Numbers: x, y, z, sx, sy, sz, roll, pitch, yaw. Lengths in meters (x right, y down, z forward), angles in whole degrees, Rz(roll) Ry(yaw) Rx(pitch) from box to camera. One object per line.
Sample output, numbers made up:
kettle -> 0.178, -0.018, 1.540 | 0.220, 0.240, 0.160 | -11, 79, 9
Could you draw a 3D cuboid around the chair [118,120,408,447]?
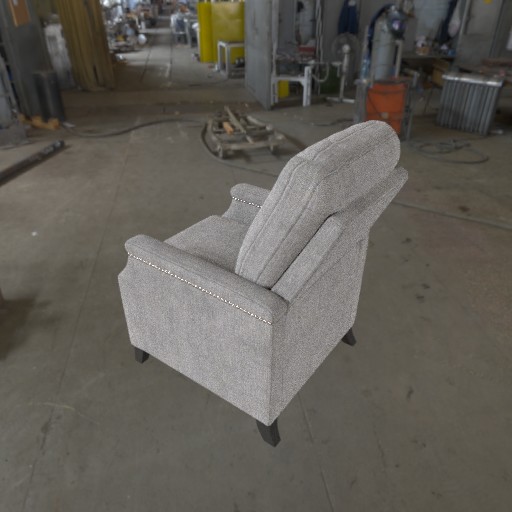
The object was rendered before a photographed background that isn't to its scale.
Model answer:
chair -> 0.000, 0.000, 1.733 | 0.922, 1.049, 0.710 | 21, 37, 30
